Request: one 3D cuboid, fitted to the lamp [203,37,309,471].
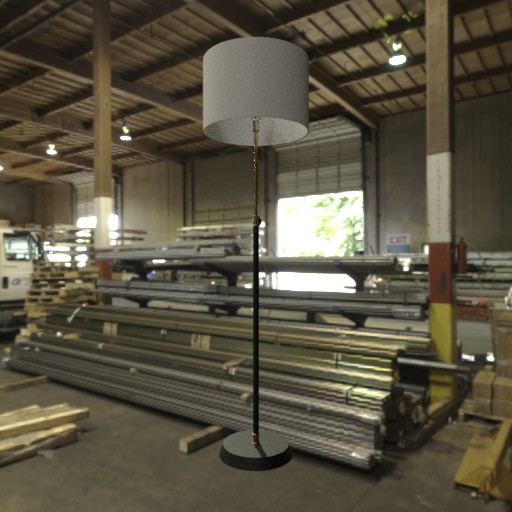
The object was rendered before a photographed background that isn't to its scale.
[{"bbox_3d":[0.000,0.000,1.704,0.404,1.517,0.404,0,0,36],"label":"lamp"}]
